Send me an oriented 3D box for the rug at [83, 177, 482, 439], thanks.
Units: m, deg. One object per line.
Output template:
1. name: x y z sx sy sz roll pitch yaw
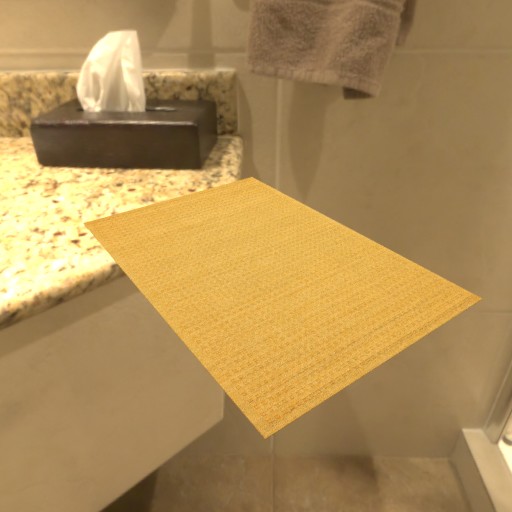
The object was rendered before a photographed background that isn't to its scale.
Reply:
1. rug: 0.000 0.000 3.735 1.981 0.006 2.895 -21 38 -30
